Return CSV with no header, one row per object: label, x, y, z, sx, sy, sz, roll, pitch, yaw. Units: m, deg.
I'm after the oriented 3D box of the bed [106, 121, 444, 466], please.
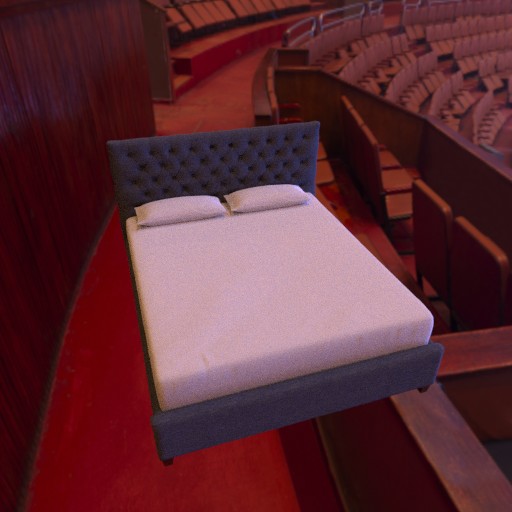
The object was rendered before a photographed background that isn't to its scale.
bed,0.000,0.000,3.666,2.078,1.427,2.387,-10,34,-15
